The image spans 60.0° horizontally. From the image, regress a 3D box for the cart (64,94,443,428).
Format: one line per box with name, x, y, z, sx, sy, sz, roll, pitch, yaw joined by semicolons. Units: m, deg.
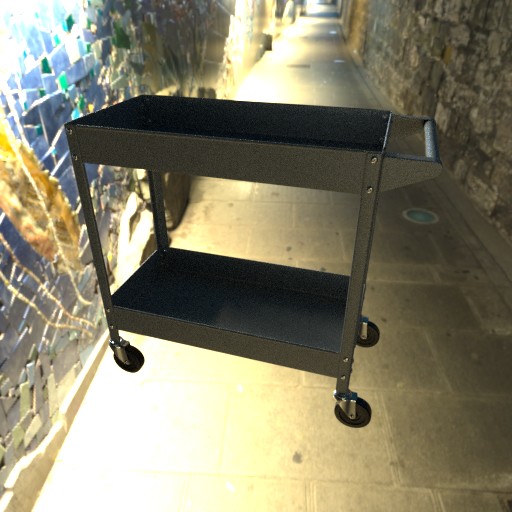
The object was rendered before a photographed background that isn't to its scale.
cart;0.000;0.000;1.174;0.779;0.719;0.366;9;32;15
